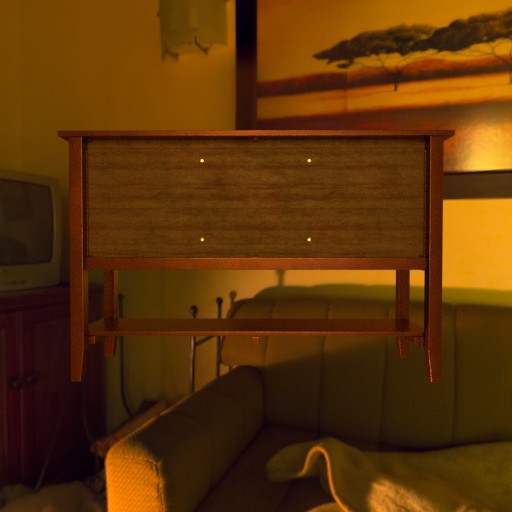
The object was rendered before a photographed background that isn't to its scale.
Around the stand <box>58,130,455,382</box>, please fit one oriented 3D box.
[{"bbox_3d":[0.000,0.000,1.732,1.362,0.872,0.410,0,1,1],"label":"stand"}]
